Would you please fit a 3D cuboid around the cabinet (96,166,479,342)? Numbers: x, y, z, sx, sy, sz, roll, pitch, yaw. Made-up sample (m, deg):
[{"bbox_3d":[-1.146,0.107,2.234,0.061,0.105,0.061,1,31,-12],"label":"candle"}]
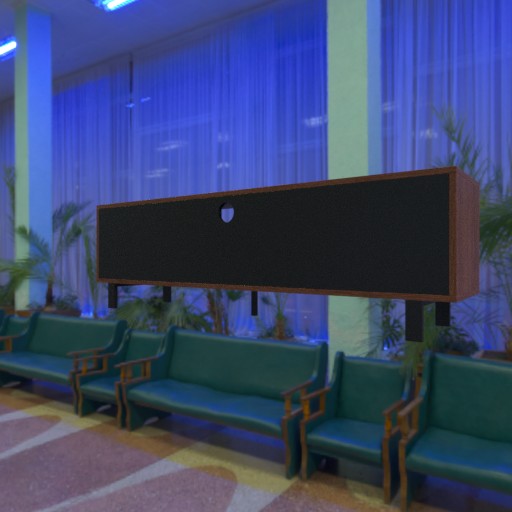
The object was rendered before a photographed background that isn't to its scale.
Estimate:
[{"bbox_3d":[0.000,0.000,1.869,1.650,0.500,0.400,0,0,36],"label":"cabinet"}]
